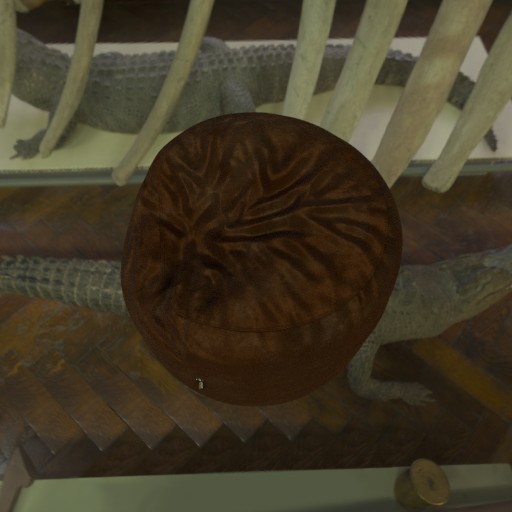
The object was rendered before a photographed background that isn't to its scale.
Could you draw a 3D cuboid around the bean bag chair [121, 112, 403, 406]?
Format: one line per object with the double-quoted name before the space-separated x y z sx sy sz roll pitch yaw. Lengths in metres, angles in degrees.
"bean bag chair" 0.000 0.000 1.523 0.918 0.616 0.918 0 59 0
